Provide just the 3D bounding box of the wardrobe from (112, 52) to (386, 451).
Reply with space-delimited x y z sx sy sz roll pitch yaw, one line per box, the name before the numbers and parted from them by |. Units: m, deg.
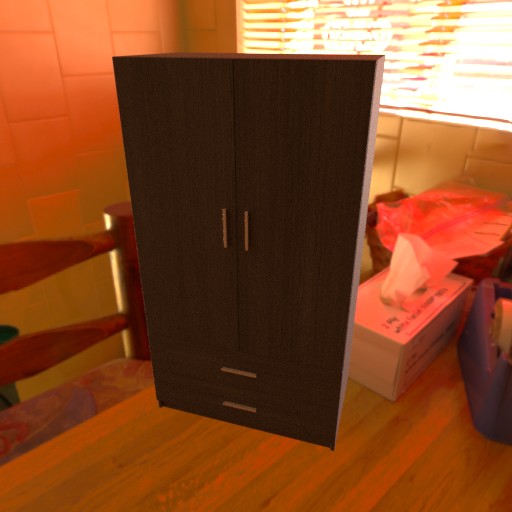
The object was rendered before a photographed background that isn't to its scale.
wardrobe | 0.000 0.000 2.193 0.991 1.808 0.577 8 27 16
